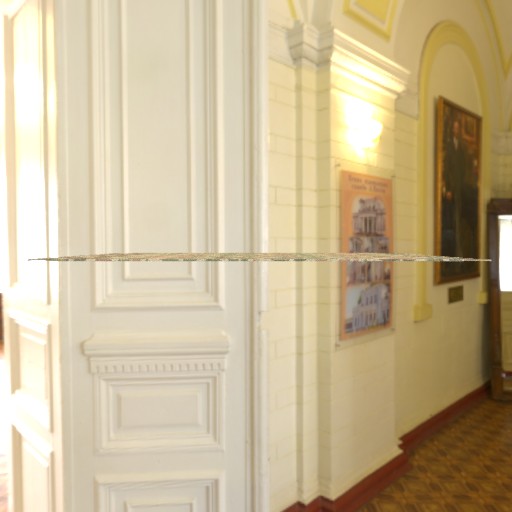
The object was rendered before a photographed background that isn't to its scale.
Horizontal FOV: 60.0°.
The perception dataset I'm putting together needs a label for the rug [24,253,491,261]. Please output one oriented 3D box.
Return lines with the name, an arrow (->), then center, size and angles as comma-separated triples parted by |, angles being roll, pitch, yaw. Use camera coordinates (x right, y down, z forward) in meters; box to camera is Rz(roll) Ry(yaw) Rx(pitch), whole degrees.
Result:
rug -> 0.000, 0.000, 2.309 | 1.829, 0.010, 1.219 | 0, 2, 0
